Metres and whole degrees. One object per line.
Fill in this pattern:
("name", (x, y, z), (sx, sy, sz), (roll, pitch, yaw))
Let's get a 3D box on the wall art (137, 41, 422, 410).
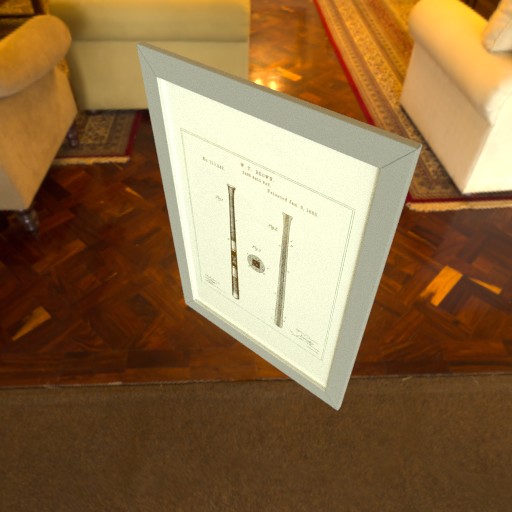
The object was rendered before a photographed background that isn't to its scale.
("wall art", (0.000, 0.000, 0.665), (0.374, 0.529, 0.012), (30, 53, 26))
